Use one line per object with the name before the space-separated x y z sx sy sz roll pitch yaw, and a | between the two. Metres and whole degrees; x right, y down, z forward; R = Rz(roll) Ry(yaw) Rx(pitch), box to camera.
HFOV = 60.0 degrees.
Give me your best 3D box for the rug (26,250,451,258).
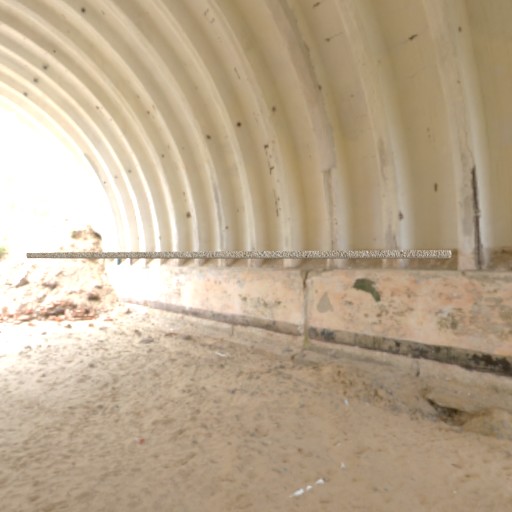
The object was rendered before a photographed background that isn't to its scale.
rug | 0.000 0.000 2.130 1.600 0.025 1.199 0 0 17
